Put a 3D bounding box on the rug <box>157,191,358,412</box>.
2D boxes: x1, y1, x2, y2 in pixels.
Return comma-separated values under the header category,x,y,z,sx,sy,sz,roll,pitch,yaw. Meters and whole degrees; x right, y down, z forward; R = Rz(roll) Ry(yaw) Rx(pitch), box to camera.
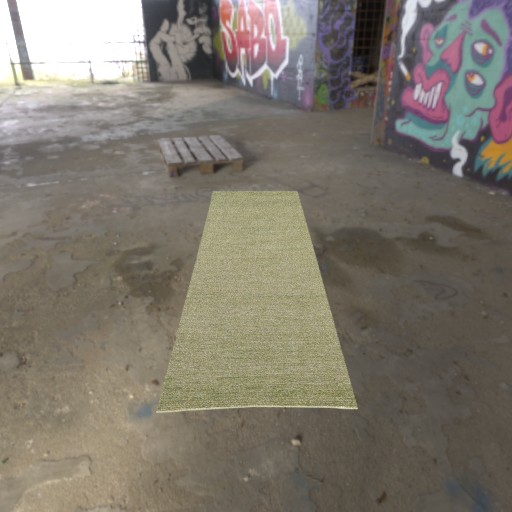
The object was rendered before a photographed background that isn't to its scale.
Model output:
category,x,y,z,sx,sy,sz,roll,pitch,yaw
rug,0.000,0.000,2.541,0.686,0.013,2.340,0,27,0
